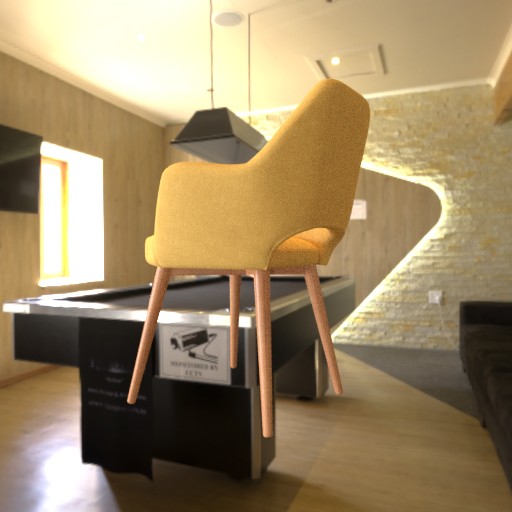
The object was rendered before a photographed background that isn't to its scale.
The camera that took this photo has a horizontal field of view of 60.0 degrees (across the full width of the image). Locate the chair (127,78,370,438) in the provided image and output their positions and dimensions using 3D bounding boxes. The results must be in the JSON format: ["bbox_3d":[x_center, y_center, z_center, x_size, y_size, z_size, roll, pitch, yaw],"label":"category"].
[{"bbox_3d":[0.000,0.000,1.274,0.610,0.840,0.590,1,2,36],"label":"chair"}]
